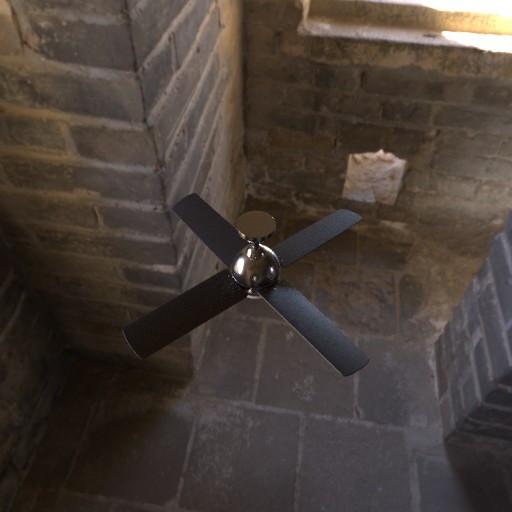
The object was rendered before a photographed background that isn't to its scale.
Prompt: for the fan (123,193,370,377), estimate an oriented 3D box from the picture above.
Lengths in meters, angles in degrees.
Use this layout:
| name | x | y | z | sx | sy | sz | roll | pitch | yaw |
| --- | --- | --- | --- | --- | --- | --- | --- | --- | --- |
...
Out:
| name | x | y | z | sx | sy | sz | roll | pitch | yaw |
| --- | --- | --- | --- | --- | --- | --- | --- | --- | --- |
| fan | 0.000 | 0.000 | 2.041 | 1.332 | 0.403 | 1.332 | -30 | 54 | -25 |
